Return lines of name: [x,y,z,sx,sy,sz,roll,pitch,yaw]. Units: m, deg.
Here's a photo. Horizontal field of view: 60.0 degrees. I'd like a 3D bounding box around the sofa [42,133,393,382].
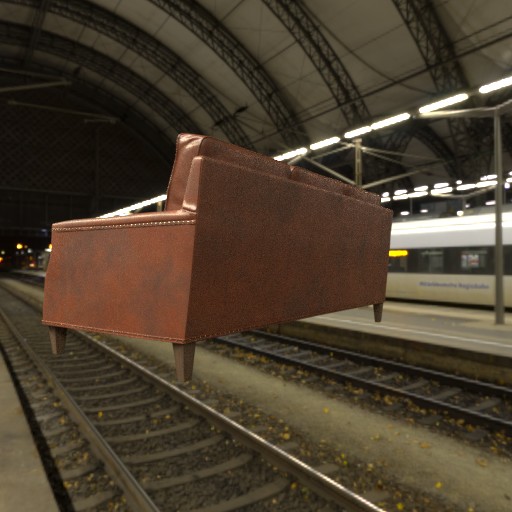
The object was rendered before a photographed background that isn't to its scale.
sofa: [0.000,0.000,2.824,1.084,1.003,2.240,-1,-1,36]
